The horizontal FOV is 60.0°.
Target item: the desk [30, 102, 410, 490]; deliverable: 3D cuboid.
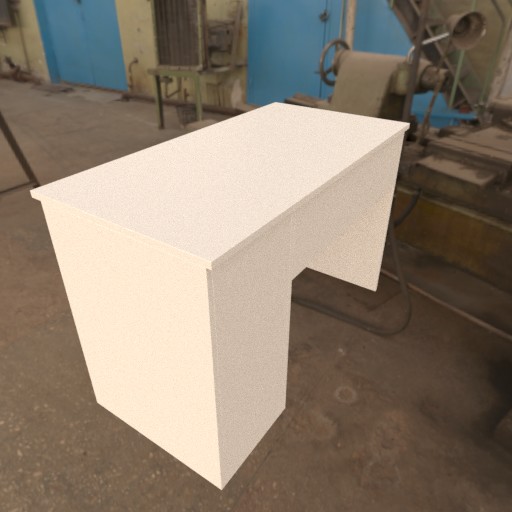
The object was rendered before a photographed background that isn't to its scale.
[{"bbox_3d":[0.000,0.000,1.504,0.560,0.735,1.097,20,37,29],"label":"desk"}]
